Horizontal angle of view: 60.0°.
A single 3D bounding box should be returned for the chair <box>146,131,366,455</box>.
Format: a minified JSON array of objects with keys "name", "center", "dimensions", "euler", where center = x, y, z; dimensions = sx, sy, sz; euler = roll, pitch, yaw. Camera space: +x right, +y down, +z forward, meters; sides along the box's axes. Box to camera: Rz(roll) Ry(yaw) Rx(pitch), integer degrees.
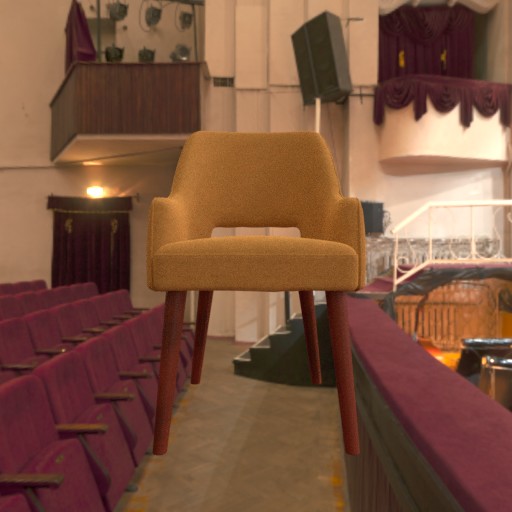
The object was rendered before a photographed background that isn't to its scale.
[{"name":"chair","center":[0.000,0.000,1.244],"dimensions":[0.548,0.849,0.605],"euler":[0,0,0]}]
